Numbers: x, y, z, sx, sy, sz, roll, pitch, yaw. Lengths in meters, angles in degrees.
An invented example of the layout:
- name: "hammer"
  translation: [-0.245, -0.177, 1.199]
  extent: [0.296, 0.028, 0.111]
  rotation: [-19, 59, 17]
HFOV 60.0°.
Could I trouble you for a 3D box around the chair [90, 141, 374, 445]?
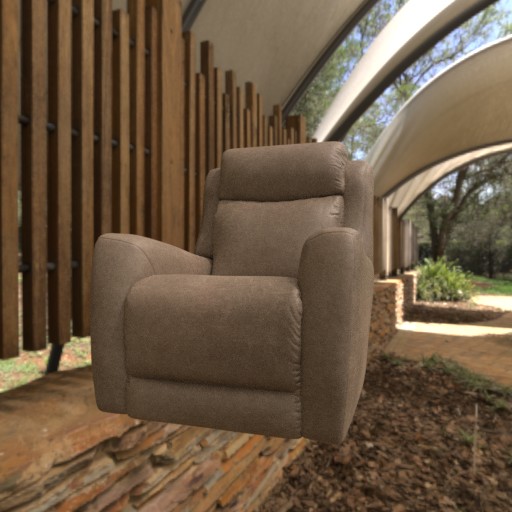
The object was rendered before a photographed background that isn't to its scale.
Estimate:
- name: "chair"
  translation: [0.000, 0.000, 1.895]
  extent: [0.967, 1.116, 1.068]
  rotation: [0, 1, 19]
